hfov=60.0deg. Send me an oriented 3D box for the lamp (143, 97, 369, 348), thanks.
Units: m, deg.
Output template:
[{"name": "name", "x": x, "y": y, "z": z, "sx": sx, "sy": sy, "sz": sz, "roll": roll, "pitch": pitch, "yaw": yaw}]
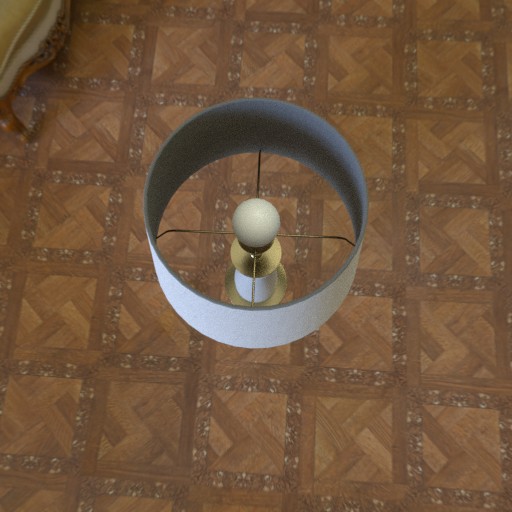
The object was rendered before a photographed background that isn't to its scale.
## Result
[{"name": "lamp", "x": 0.000, "y": 0.000, "z": 0.744, "sx": 0.309, "sy": 0.545, "sz": 0.309, "roll": 0, "pitch": 77, "yaw": 0}]
